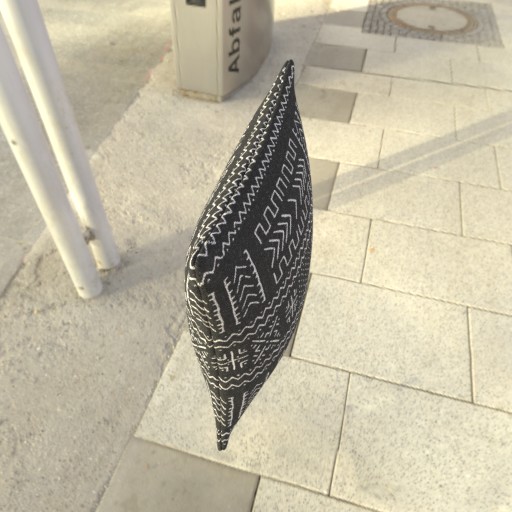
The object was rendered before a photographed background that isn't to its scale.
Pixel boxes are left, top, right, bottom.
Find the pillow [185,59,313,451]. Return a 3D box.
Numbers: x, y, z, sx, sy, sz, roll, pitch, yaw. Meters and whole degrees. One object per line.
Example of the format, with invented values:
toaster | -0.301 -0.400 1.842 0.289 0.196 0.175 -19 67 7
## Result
pillow | 0.000 0.000 0.669 0.164 0.430 0.438 10 48 9
